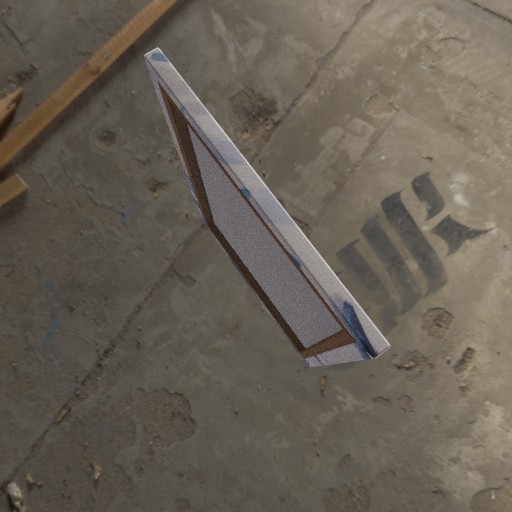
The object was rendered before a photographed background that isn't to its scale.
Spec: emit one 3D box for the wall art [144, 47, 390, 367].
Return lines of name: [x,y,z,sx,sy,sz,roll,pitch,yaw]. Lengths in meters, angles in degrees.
wall art: [0.000,0.000,1.339,0.038,1.015,0.761,-35,78,-9]
